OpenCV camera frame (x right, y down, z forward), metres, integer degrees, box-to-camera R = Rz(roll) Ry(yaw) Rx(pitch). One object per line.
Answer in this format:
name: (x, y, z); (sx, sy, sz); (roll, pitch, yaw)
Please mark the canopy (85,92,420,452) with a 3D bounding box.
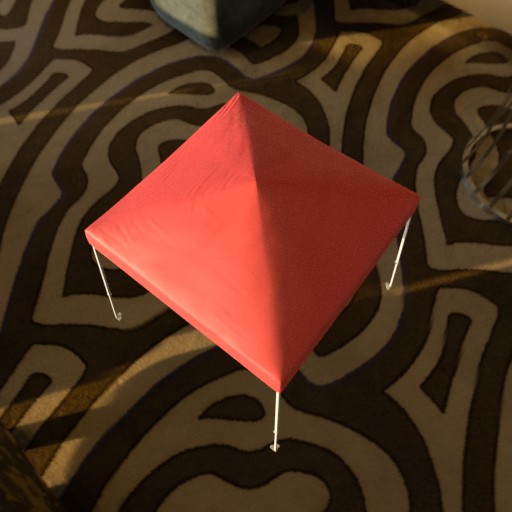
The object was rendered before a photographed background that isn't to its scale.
canopy: (0.000, 0.000, 6.495); (3.599, 3.600, 3.600); (35, 68, 16)
